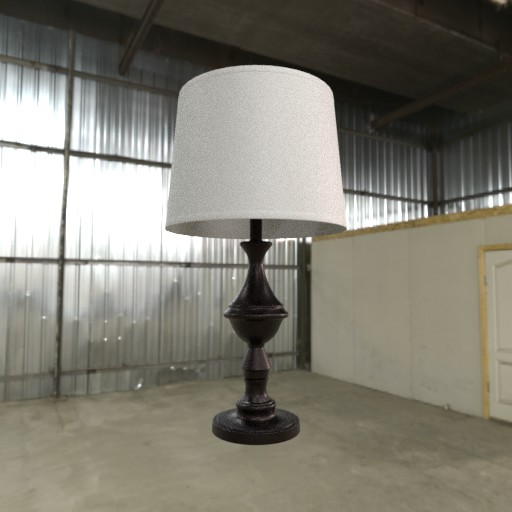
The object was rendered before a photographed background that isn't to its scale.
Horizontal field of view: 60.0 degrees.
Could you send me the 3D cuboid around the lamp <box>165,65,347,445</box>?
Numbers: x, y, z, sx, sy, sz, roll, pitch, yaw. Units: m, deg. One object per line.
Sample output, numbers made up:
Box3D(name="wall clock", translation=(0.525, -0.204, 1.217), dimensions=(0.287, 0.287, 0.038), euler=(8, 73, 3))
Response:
Box3D(name="lamp", translation=(0.000, 0.000, 0.948), dimensions=(0.383, 0.726, 0.383), euler=(0, -3, 0))
